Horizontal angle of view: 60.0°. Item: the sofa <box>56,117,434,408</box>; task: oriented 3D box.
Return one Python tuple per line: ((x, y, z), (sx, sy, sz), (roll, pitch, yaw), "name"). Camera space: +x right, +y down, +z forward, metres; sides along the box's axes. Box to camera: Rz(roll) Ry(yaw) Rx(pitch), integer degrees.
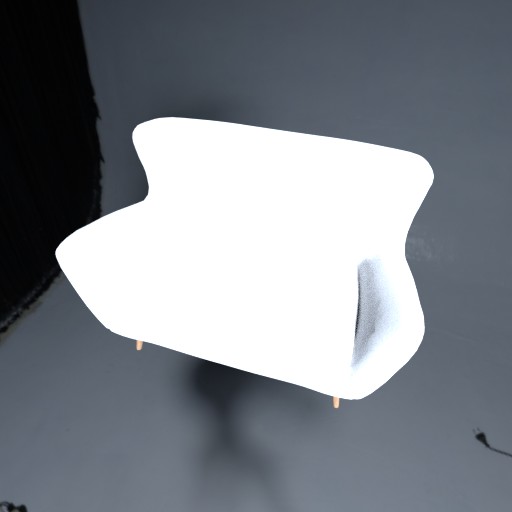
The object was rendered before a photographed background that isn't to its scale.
((0.000, 0.000, 2.005), (1.424, 0.878, 0.921), (12, 42, 14), "sofa")
